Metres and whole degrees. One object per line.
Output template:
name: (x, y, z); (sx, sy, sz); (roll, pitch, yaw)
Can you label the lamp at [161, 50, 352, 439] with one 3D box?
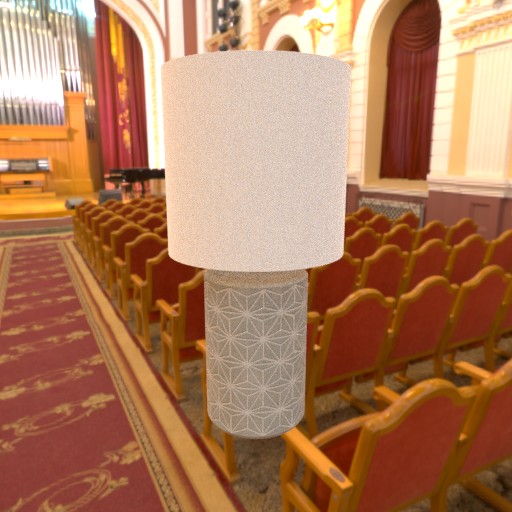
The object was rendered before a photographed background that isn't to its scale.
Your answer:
lamp: (0.000, 0.000, 0.534); (0.206, 0.416, 0.206); (-6, 14, -26)
